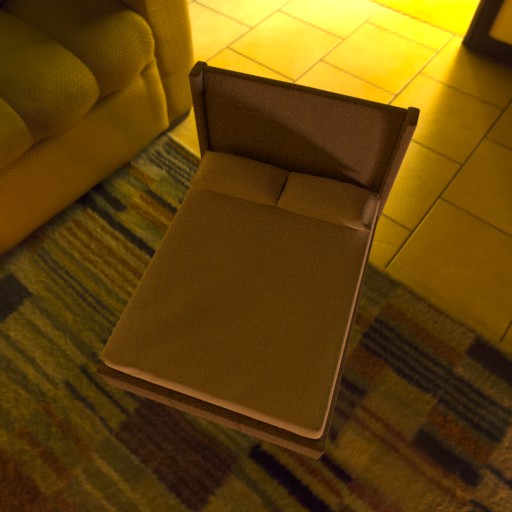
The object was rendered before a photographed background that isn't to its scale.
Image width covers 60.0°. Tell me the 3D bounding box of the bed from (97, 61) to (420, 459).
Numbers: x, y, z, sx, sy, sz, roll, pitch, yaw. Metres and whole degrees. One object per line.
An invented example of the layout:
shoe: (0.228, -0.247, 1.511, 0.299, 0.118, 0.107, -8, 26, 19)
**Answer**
bed: (0.000, 0.000, 3.354, 1.714, 1.481, 2.245, 16, 60, 10)
